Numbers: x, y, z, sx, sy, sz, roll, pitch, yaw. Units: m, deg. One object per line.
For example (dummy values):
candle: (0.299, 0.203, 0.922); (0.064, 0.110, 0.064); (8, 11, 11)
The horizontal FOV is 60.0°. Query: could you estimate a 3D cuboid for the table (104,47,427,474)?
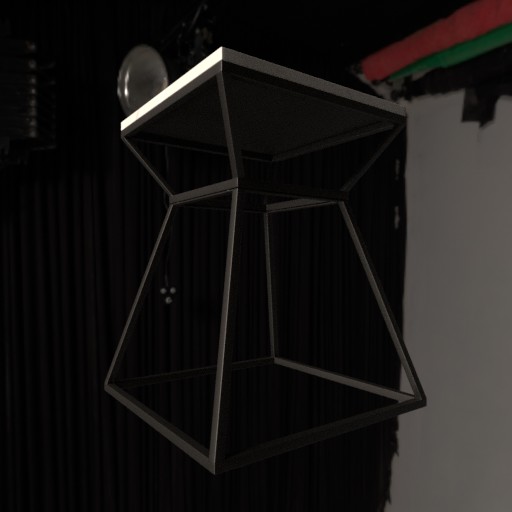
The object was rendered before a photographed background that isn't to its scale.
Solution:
table: (0.000, 0.000, 0.877); (0.455, 0.559, 0.455); (0, -1, -36)
